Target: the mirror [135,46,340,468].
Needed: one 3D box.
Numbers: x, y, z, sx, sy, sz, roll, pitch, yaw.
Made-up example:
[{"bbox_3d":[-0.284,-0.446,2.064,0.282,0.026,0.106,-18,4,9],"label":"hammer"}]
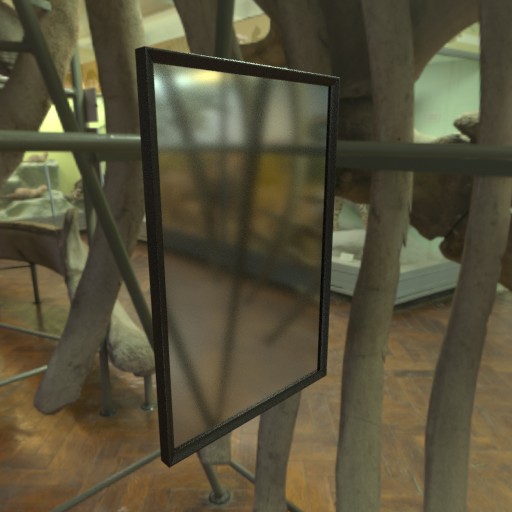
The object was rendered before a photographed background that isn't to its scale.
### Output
[{"bbox_3d":[0.000,0.000,1.148,0.609,0.915,0.041,-14,20,-42],"label":"mirror"}]
